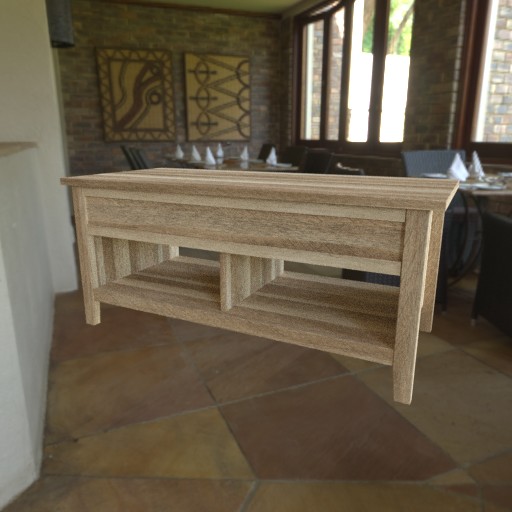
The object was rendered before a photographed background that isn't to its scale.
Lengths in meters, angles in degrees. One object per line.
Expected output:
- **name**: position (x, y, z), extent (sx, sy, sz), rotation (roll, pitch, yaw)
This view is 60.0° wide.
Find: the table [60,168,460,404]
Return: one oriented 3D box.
- **table**: position (0.000, 0.000, 1.393), extent (1.095, 0.480, 0.493), rotation (8, 17, 26)
